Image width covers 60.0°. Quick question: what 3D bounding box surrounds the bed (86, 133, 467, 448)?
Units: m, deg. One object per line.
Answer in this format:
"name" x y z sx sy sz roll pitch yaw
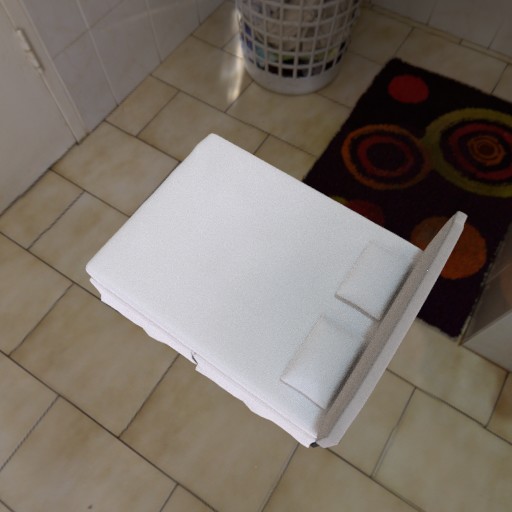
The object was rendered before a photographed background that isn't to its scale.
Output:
"bed" 0.000 0.000 2.992 1.999 1.270 1.558 32 69 14
